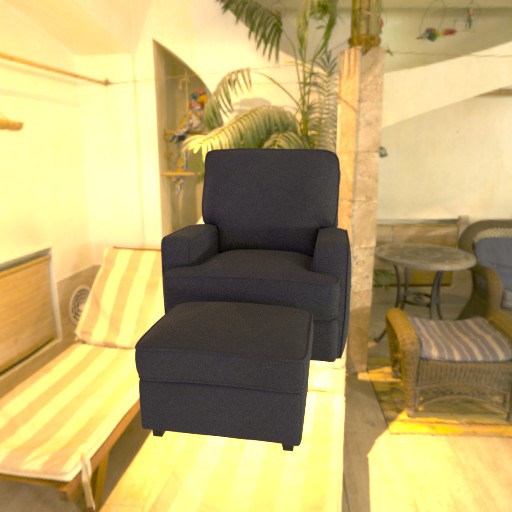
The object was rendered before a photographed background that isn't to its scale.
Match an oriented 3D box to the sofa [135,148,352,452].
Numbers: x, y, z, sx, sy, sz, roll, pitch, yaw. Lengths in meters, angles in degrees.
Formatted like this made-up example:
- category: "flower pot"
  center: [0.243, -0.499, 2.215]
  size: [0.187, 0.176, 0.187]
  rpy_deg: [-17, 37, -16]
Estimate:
- category: "sofa"
  center: [0.000, 0.000, 2.022]
  size: [0.861, 0.959, 1.472]
  rpy_deg: [2, 14, 9]
